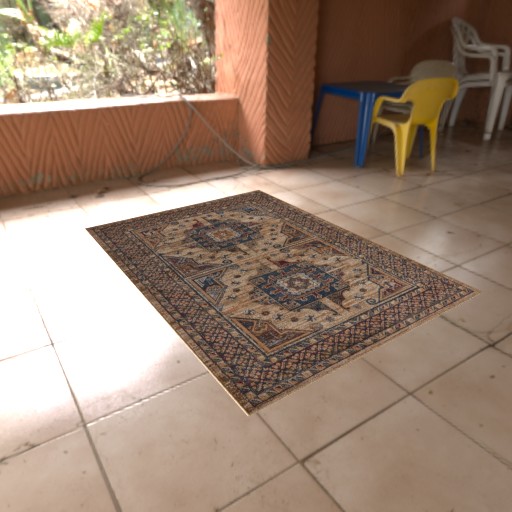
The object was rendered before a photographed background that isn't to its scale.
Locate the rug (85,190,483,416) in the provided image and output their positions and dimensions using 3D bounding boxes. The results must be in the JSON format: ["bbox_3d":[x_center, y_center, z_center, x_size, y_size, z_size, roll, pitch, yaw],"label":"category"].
[{"bbox_3d":[0.000,0.000,2.937,1.611,0.008,2.227,-17,32,-31],"label":"rug"}]
